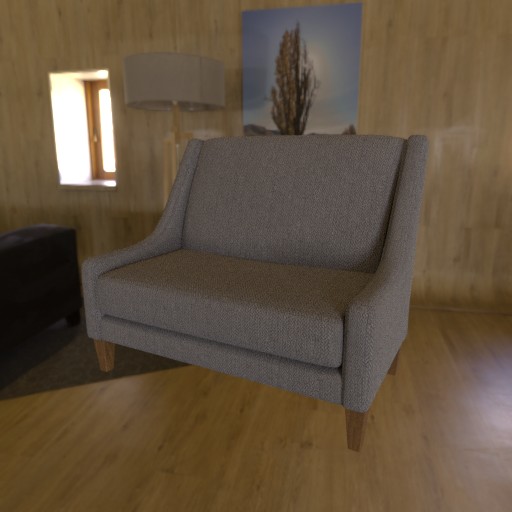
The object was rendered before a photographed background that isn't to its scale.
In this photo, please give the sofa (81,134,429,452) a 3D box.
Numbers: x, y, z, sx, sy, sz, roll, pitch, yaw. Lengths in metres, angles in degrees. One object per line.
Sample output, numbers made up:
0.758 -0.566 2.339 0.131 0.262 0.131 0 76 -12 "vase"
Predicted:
0.000 0.000 1.912 1.242 1.022 0.873 7 15 27 "sofa"
